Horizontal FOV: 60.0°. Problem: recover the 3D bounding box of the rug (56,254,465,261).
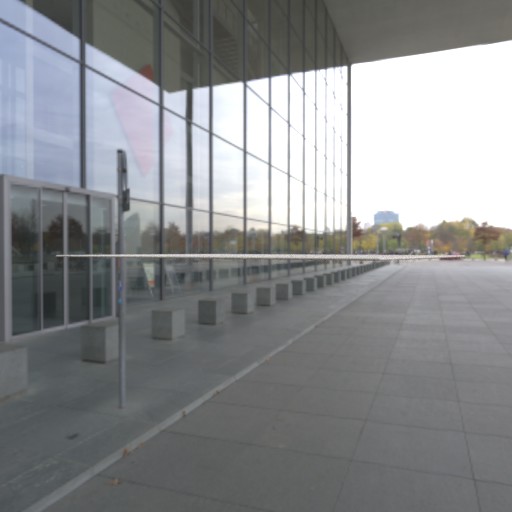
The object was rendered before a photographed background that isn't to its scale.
[{"bbox_3d":[0.000,0.000,2.961,2.286,0.011,1.524,0,1,36],"label":"rug"}]
